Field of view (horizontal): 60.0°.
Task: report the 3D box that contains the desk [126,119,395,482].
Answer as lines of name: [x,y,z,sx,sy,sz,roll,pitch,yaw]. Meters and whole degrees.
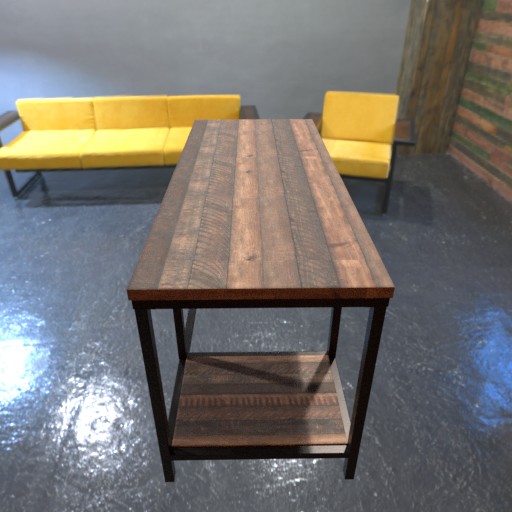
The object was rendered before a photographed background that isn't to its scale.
desk: [0.000,0.000,1.871,0.617,0.753,1.538,0,31,-1]
